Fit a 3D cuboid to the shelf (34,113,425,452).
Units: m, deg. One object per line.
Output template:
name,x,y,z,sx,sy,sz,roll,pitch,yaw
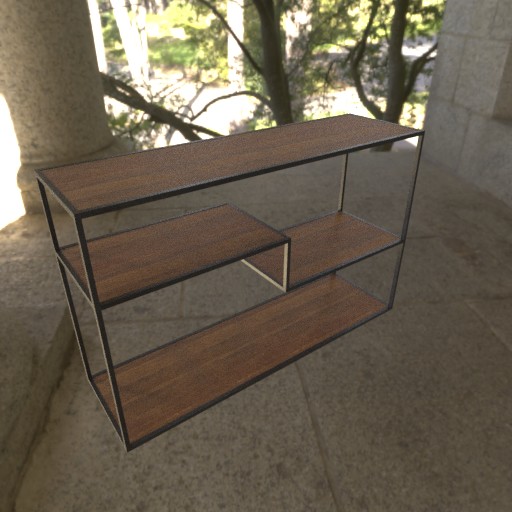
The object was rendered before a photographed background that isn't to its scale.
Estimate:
shelf,0.000,0.000,1.547,1.201,0.765,0.361,-20,35,-31
